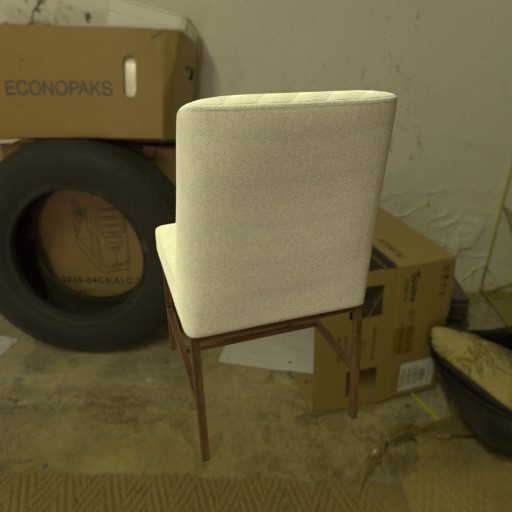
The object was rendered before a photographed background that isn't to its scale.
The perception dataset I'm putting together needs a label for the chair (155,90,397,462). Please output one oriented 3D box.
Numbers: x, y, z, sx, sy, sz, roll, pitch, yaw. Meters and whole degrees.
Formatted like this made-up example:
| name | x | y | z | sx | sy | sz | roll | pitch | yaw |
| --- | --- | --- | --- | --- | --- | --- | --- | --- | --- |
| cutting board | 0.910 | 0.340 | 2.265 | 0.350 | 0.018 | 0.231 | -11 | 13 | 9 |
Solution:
| name | x | y | z | sx | sy | sz | roll | pitch | yaw |
| --- | --- | --- | --- | --- | --- | --- | --- | --- | --- |
| chair | 0.000 | 0.000 | 1.270 | 0.503 | 0.933 | 0.597 | -9 | 27 | -17 |
